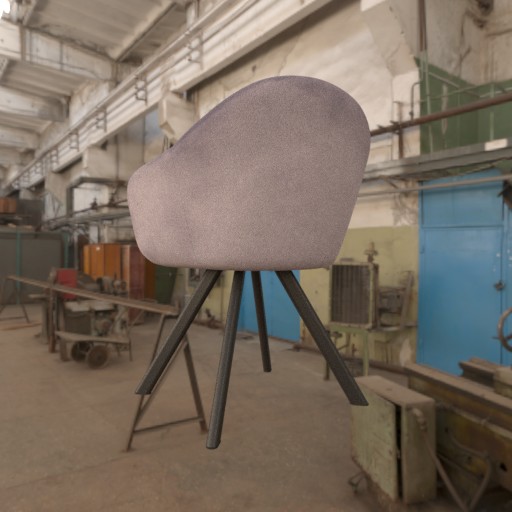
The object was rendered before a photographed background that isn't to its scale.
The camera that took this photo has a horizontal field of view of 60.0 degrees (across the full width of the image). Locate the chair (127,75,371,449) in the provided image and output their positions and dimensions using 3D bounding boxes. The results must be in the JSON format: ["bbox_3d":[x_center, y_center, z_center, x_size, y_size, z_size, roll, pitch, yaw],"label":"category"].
[{"bbox_3d":[0.000,0.000,1.176,0.570,0.780,0.540,0,0,-34],"label":"chair"}]
